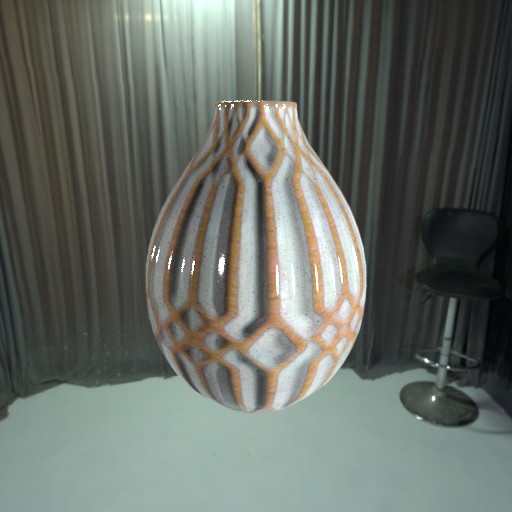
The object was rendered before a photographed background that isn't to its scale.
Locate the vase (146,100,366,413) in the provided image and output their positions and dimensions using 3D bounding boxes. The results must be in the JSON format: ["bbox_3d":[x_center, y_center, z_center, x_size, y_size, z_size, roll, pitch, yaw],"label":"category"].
[{"bbox_3d":[0.000,0.000,0.266,0.131,0.175,0.131,0,18,0],"label":"vase"}]
